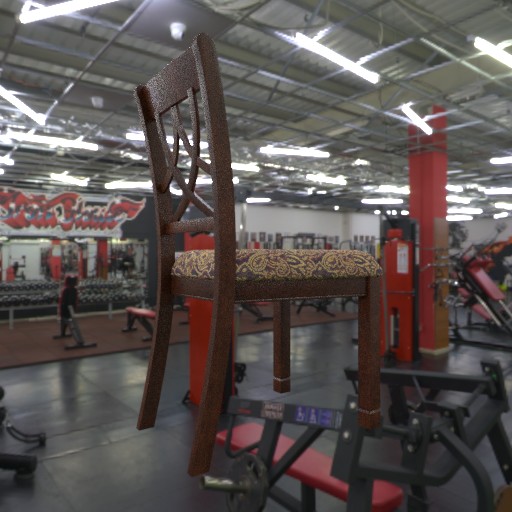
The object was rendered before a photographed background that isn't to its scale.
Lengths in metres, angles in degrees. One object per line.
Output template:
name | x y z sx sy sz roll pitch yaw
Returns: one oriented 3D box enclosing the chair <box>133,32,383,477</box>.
chair | 0.000 0.000 1.274 0.584 0.965 0.457 0 0 -35
